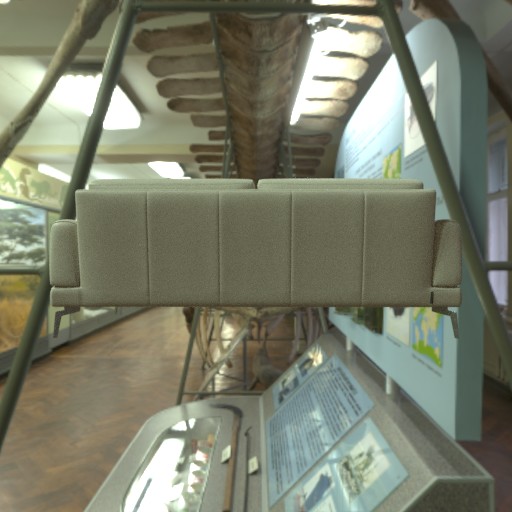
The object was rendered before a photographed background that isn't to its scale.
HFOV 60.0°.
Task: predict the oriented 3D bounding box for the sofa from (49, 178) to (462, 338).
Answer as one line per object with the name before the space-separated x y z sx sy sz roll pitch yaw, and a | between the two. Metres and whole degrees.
sofa | 0.000 0.000 2.467 1.940 0.765 0.974 0 0 0
